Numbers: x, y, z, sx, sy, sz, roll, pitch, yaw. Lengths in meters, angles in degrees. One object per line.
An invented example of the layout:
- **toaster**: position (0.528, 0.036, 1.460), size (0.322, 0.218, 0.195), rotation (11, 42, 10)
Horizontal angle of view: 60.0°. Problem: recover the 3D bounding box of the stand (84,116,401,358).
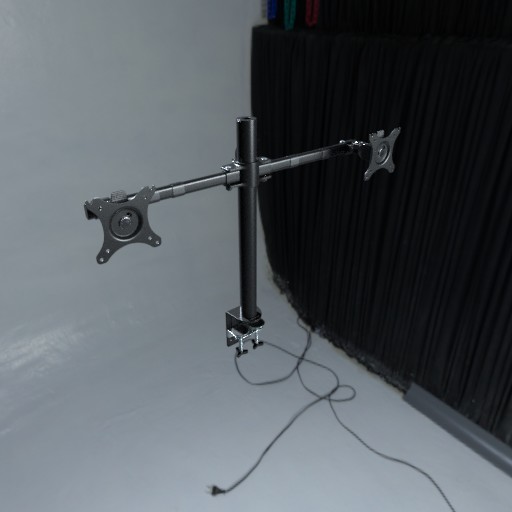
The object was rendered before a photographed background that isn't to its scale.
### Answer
- **stand**: position (0.000, 0.000, 1.013), size (0.743, 0.603, 0.150), rotation (-21, 35, -32)
